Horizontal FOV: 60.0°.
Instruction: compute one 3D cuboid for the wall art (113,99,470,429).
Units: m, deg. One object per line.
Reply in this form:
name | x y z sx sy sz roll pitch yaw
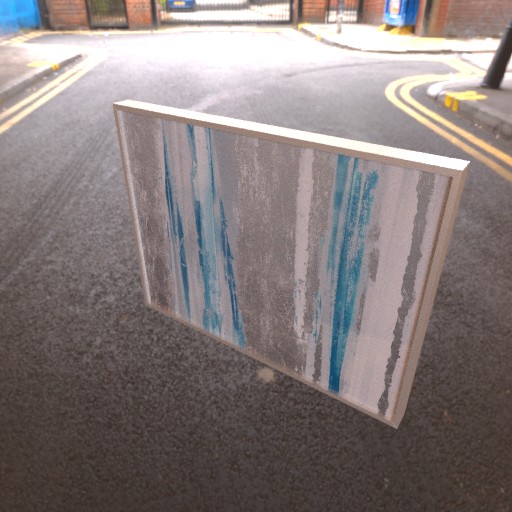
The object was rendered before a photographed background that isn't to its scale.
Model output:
wall art | 0.000 0.000 1.381 1.056 0.801 0.066 20 36 29
